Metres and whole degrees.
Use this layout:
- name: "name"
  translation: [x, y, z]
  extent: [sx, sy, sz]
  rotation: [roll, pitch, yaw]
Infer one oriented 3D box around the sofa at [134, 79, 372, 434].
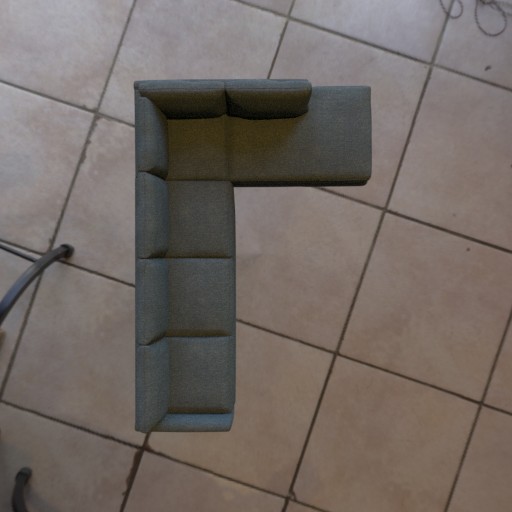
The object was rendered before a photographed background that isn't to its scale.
- name: "sofa"
  translation: [0.000, 0.000, 3.824]
  extent: [2.007, 0.815, 2.949]
  rotation: [0, 90, 1]
